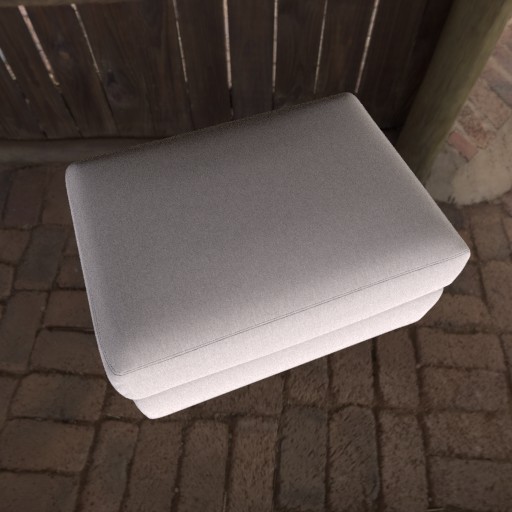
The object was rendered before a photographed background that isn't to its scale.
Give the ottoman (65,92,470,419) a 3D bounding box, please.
[{"bbox_3d":[0.000,0.000,1.134,0.773,0.497,0.574,-18,59,-11],"label":"ottoman"}]
